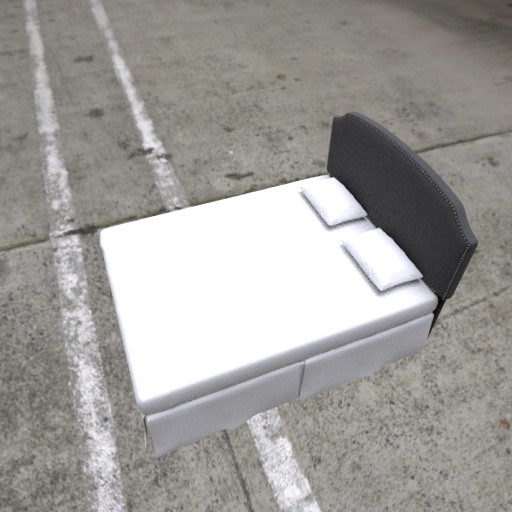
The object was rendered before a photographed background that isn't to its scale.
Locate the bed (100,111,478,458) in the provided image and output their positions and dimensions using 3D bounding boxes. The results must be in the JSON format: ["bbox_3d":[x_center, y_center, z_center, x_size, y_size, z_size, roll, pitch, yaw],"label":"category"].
[{"bbox_3d":[0.000,0.000,2.943,1.999,1.270,1.558,-16,47,-15],"label":"bed"}]
